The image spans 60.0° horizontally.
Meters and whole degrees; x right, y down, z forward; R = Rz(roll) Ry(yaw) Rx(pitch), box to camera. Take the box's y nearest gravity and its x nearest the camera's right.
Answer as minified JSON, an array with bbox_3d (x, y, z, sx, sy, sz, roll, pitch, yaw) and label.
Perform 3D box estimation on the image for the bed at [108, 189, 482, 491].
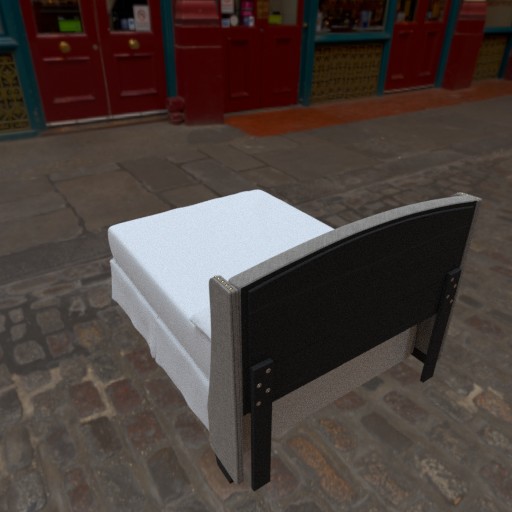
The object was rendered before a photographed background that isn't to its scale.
[{"bbox_3d":[0.000,0.000,3.239,1.710,1.407,2.237,-19,35,-29],"label":"bed"}]
